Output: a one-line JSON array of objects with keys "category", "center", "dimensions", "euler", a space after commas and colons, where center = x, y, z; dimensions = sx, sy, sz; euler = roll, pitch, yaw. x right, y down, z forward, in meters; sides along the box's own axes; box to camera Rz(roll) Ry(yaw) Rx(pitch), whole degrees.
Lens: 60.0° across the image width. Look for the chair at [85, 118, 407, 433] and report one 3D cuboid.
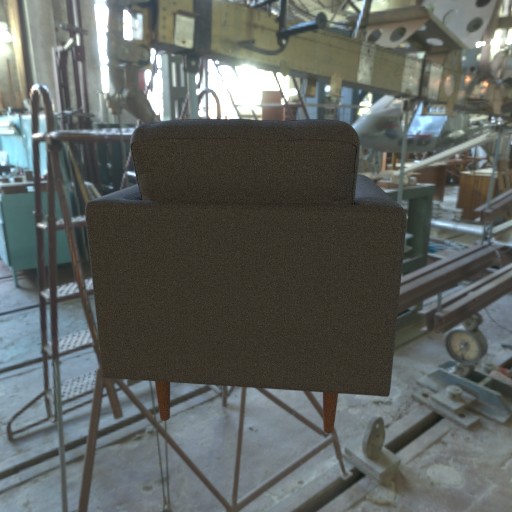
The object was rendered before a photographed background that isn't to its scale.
[{"category": "chair", "center": [0.000, 0.000, 1.569], "dimensions": [0.854, 0.927, 0.800], "euler": [2, 17, 6]}]
